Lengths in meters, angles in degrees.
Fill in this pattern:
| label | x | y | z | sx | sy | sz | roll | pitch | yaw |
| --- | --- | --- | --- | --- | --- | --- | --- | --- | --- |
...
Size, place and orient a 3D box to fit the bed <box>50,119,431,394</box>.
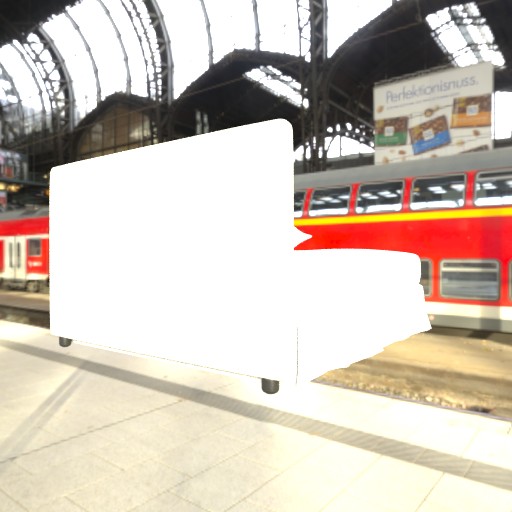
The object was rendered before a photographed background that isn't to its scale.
| label | x | y | z | sx | sy | sz | roll | pitch | yaw |
| --- | --- | --- | --- | --- | --- | --- | --- | --- | --- |
| bed | 0.000 | 0.000 | 3.557 | 2.119 | 1.317 | 2.341 | 0 | 0 | 36 |
